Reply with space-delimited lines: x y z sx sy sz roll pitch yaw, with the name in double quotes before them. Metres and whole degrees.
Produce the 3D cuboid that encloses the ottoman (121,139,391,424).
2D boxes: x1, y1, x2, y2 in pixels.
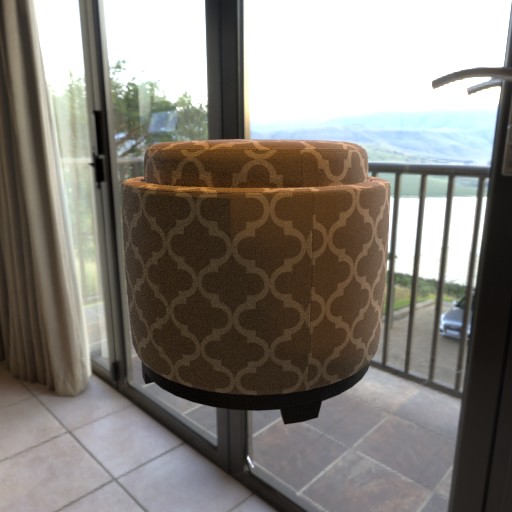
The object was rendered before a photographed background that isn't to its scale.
"ottoman" 0.000 0.000 0.845 0.480 0.429 0.480 0 14 0
